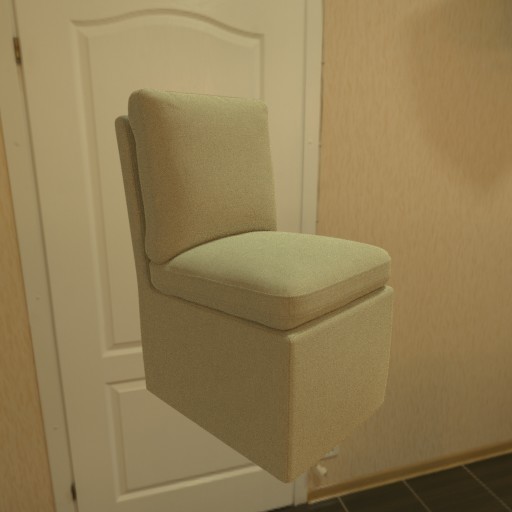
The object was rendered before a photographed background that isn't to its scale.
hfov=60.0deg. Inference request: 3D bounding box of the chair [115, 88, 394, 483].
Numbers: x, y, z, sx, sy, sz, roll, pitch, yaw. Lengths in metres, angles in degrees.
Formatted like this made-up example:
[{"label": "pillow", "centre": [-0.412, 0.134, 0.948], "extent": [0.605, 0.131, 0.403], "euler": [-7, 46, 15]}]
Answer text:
[{"label": "chair", "centre": [0.000, 0.000, 1.311], "extent": [0.698, 0.927, 0.503], "euler": [14, 20, 42]}]
